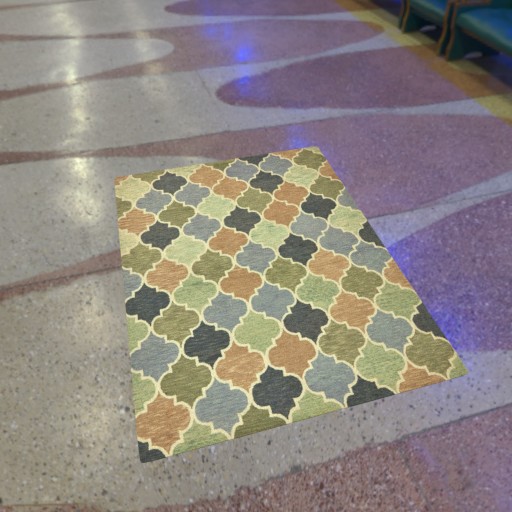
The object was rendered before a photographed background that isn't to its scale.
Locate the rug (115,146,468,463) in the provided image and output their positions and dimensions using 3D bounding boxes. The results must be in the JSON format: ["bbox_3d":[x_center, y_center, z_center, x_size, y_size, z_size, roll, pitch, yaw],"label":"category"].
[{"bbox_3d":[0.000,0.000,4.157,2.439,0.013,3.200,-11,47,-11],"label":"rug"}]
